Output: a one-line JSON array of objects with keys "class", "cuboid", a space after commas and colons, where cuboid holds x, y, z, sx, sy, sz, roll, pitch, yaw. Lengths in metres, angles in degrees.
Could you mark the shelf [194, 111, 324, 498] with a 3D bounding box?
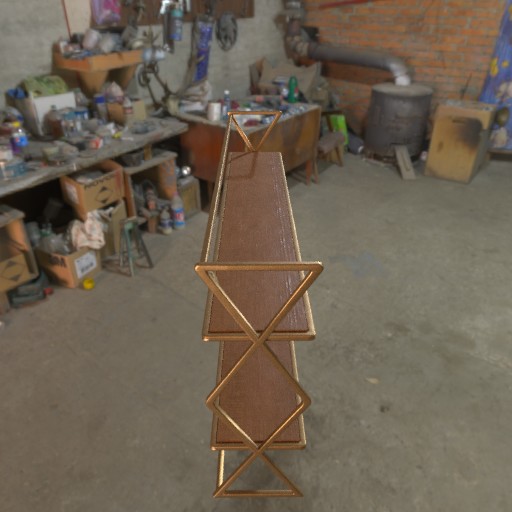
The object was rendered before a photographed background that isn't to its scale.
[{"class": "shelf", "cuboid": [0.000, 0.000, 0.977, 0.150, 0.450, 0.822, 0, 30, 0]}]
